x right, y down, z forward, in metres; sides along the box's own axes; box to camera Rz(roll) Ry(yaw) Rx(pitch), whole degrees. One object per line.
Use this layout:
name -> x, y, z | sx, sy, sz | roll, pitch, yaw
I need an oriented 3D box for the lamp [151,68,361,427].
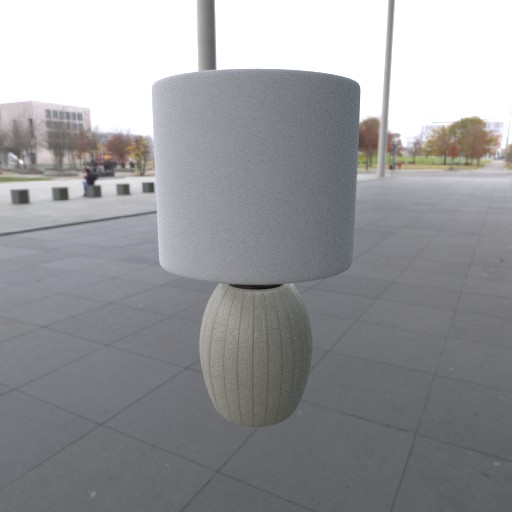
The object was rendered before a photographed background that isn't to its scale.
lamp -> 0.000, 0.000, 0.769 | 0.329, 0.570, 0.329 | 11, 17, 42
